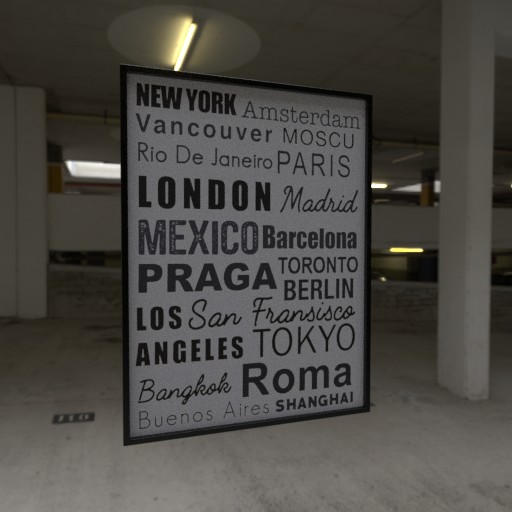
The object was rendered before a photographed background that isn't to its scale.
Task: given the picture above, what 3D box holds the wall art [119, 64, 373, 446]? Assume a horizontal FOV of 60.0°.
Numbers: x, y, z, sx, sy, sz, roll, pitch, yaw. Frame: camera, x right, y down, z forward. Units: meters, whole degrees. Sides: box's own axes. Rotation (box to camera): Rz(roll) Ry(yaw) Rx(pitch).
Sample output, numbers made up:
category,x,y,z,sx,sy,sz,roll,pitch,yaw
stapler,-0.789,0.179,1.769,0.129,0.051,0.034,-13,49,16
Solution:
category,x,y,z,sx,sy,sz,roll,pitch,yaw
wall art,0.000,0.000,1.356,0.788,1.046,0.043,-1,2,-18
